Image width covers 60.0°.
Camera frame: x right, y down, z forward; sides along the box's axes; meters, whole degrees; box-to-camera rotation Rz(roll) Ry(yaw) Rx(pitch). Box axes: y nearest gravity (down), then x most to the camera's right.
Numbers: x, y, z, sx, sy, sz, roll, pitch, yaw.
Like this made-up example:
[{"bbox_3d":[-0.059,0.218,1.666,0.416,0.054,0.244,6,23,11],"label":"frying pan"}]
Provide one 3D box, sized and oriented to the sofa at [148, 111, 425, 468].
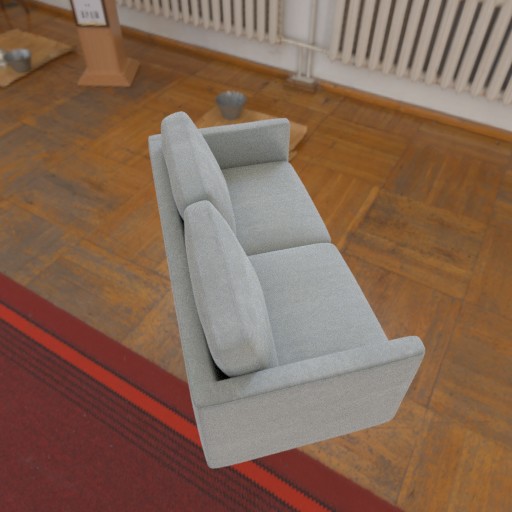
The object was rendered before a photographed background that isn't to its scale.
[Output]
[{"bbox_3d":[0.000,0.000,2.454,0.950,0.963,1.884,-11,47,-10],"label":"sofa"}]
